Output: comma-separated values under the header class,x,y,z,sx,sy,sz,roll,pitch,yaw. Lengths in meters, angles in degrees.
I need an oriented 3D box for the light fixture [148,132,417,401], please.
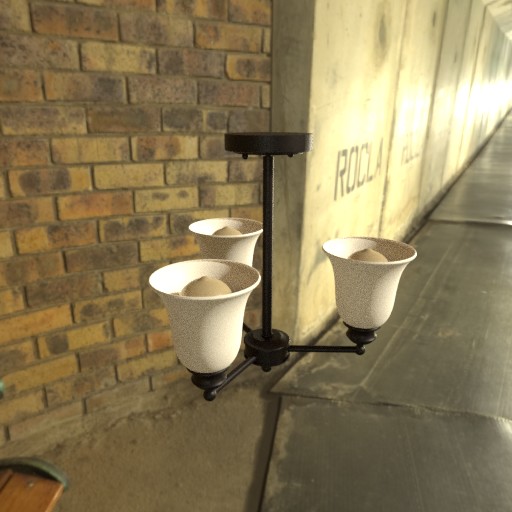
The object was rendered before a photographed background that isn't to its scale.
class,x,y,z,sx,sy,sz,roll,pitch,yaw
light fixture,0.000,0.000,0.690,0.388,0.370,0.354,-9,20,-26
